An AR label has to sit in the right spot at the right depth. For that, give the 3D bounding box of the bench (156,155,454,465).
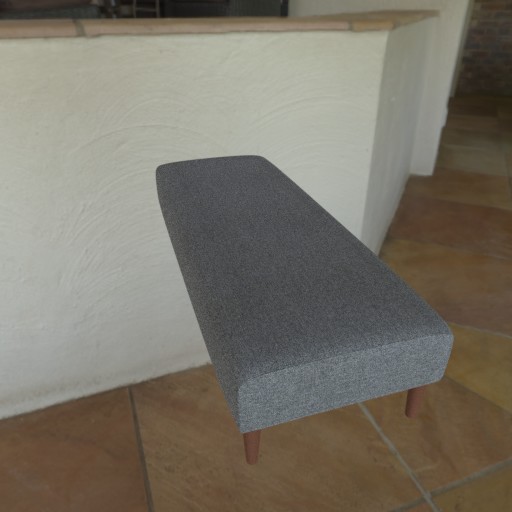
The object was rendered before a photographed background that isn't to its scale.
[{"bbox_3d":[0.000,0.000,1.809,0.631,0.384,1.598,-9,31,-15],"label":"bench"}]
